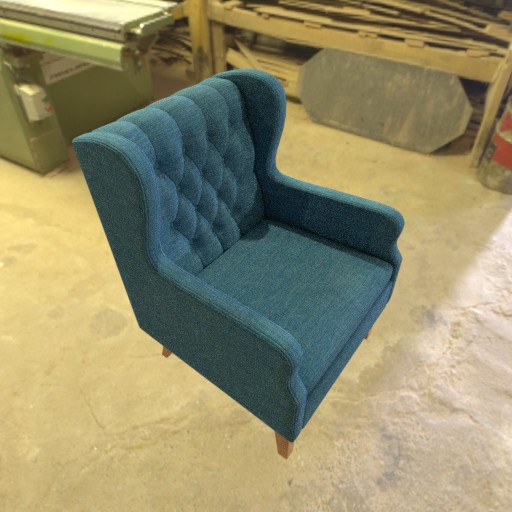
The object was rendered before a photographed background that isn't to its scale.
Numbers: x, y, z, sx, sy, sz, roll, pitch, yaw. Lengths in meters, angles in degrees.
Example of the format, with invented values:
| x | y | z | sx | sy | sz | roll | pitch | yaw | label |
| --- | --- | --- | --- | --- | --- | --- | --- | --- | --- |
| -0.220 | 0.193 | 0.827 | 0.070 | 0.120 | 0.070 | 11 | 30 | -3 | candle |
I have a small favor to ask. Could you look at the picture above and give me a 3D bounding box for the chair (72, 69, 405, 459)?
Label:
| x | y | z | sx | sy | sz | roll | pitch | yaw | label |
| --- | --- | --- | --- | --- | --- | --- | --- | --- | --- |
| 0.000 | 0.000 | 1.477 | 0.775 | 0.952 | 0.711 | 26 | 47 | 26 | chair |
